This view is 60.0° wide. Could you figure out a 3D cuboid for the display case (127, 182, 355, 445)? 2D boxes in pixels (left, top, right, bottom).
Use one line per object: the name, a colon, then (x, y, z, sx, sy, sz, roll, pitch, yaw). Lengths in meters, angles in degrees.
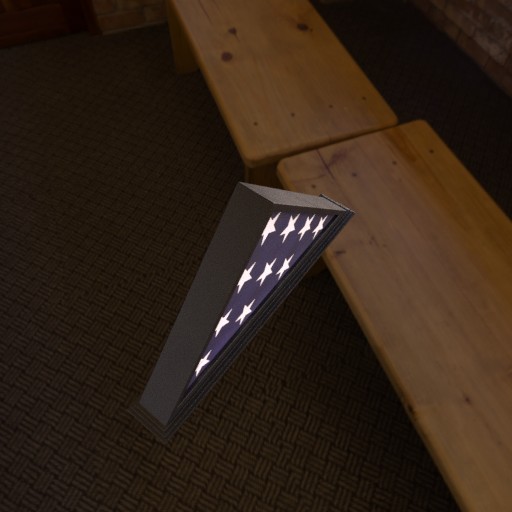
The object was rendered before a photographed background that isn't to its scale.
display case: (0.000, 0.000, 0.780, 0.095, 0.340, 0.640, 33, 63, 19)
